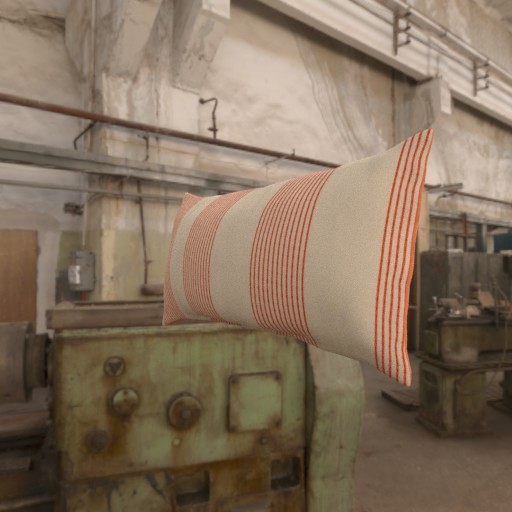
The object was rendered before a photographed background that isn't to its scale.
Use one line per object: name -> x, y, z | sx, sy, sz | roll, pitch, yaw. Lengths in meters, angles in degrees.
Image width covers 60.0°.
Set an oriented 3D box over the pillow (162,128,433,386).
pillow -> 0.000, 0.000, 0.729 | 0.156, 0.292, 0.608 | 1, -1, -37
